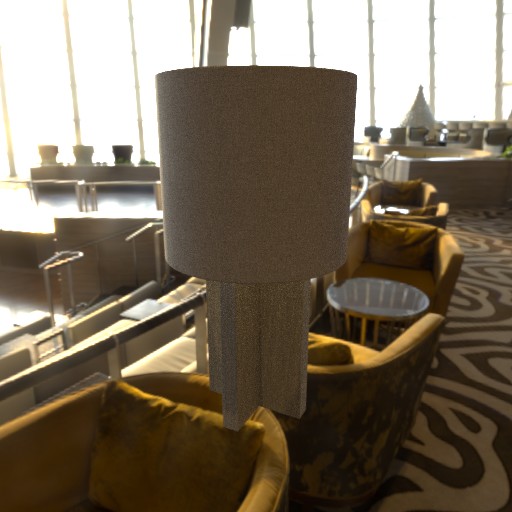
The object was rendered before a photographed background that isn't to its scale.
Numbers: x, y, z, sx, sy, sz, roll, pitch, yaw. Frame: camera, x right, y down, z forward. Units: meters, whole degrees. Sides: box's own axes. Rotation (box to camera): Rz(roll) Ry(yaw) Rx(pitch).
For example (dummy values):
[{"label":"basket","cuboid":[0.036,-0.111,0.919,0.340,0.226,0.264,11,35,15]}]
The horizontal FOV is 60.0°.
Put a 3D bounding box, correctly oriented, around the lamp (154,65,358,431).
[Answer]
[{"label":"lamp","cuboid":[0.000,0.000,0.569,0.229,0.428,0.229,9,19,26]}]
